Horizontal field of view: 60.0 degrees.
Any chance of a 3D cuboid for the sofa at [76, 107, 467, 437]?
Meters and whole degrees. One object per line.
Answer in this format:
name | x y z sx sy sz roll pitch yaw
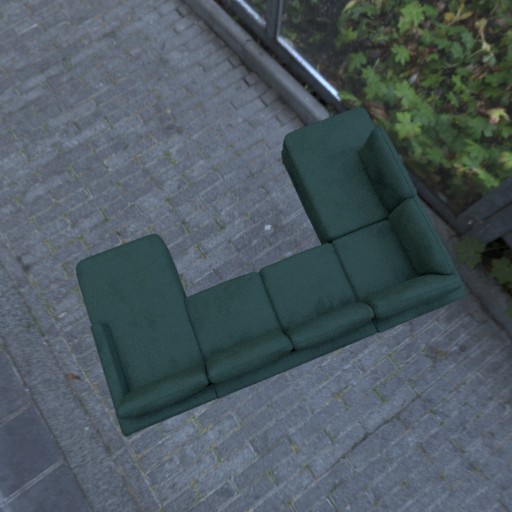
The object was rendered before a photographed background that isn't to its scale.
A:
sofa | 0.000 0.000 3.873 2.994 0.861 1.992 -21 76 -5
